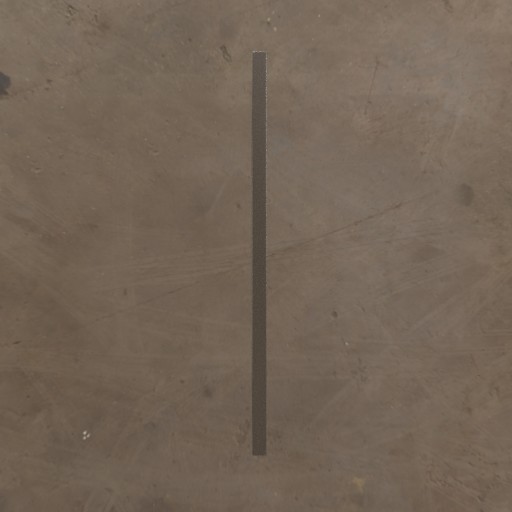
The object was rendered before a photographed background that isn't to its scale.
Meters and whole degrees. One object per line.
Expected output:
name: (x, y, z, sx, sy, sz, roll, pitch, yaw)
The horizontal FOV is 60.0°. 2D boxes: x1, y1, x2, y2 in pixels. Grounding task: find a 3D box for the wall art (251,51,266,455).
wall art: (0.000, 0.000, 0.677, 0.013, 0.529, 0.376, 0, 89, -1)
